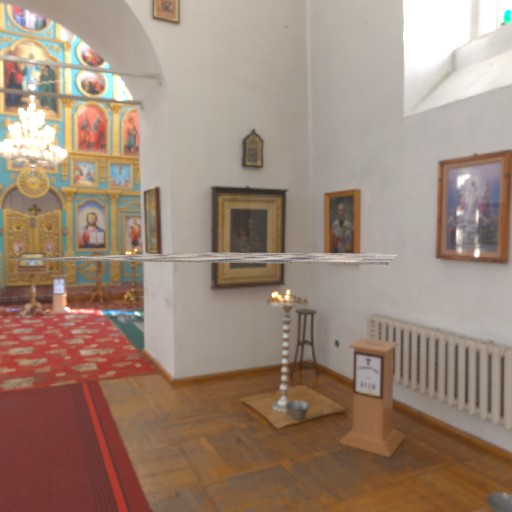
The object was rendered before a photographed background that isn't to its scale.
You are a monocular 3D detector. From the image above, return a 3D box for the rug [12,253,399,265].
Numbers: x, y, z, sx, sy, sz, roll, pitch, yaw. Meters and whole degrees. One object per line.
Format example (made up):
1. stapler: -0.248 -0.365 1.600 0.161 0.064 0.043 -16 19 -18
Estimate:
1. rug: 0.000 0.000 4.037 2.451 0.011 3.072 0 1 19
